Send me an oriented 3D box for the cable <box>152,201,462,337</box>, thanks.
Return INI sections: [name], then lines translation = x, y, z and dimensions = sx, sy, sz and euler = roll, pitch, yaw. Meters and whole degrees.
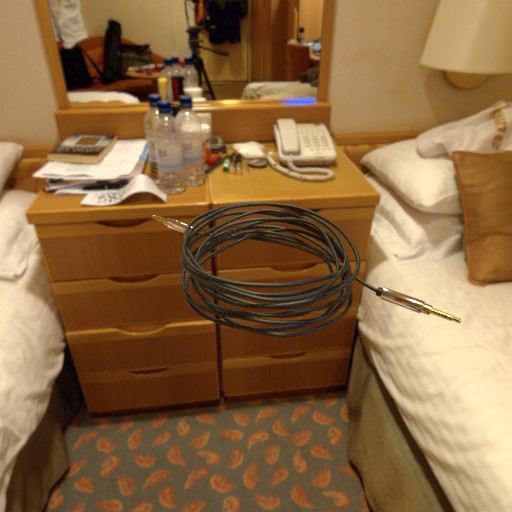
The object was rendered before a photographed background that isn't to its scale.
[cable]
translation = 0.000, 0.000, 0.503
dimensions = 0.432, 0.069, 0.198
euler = 21, 37, 30
